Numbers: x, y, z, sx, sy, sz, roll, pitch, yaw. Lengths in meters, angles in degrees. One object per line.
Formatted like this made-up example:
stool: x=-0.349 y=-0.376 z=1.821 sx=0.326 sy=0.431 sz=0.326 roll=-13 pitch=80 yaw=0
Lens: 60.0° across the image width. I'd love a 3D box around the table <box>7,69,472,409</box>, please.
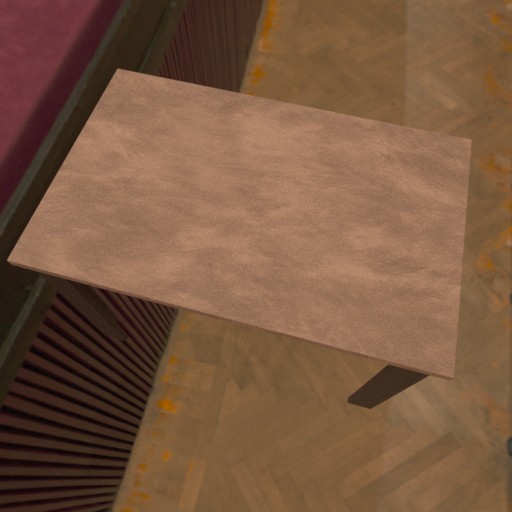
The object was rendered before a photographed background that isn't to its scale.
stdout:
table: x=0.000 y=0.000 z=1.520 sx=1.100 sy=0.734 sz=0.700 roll=14 pitch=65 yaw=7
